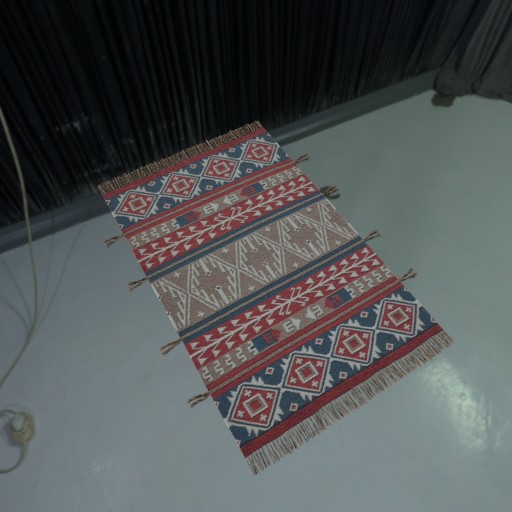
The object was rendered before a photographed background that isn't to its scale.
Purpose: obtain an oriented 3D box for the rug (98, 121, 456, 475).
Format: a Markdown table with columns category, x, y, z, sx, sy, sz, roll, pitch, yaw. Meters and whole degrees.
| category | x | y | z | sx | sy | sz | roll | pitch | yaw |
| --- | --- | --- | --- | --- | --- | --- | --- | --- | --- |
| rug | 0.000 | 0.000 | 2.609 | 1.469 | 0.040 | 2.025 | -27 | 61 | -16 |
